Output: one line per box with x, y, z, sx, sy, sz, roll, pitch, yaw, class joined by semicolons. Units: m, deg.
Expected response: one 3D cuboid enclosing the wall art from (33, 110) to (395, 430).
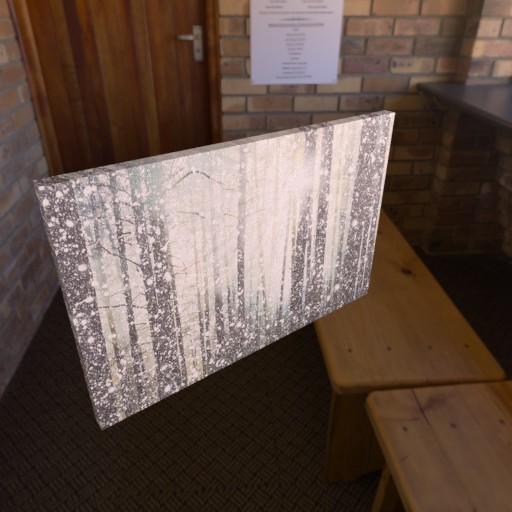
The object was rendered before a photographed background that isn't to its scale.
0.000;0.000;1.128;0.919;0.598;0.038;-21;36;-31;wall art
